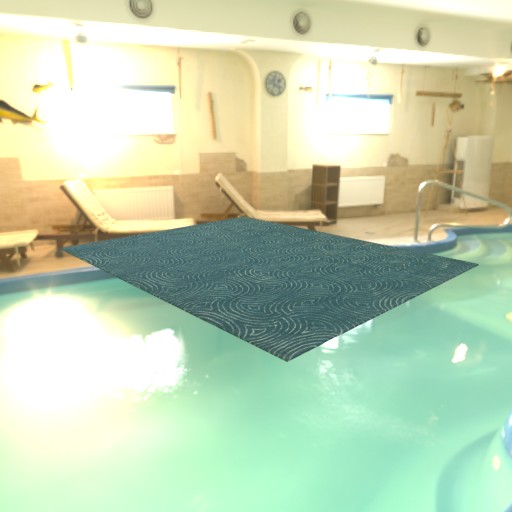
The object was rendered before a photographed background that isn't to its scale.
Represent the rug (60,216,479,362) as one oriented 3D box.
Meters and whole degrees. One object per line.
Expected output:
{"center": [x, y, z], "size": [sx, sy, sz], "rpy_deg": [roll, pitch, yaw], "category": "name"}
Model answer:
{"center": [0.000, 0.000, 4.082], "size": [2.432, 0.012, 3.033], "rpy_deg": [-14, 21, -41], "category": "rug"}
